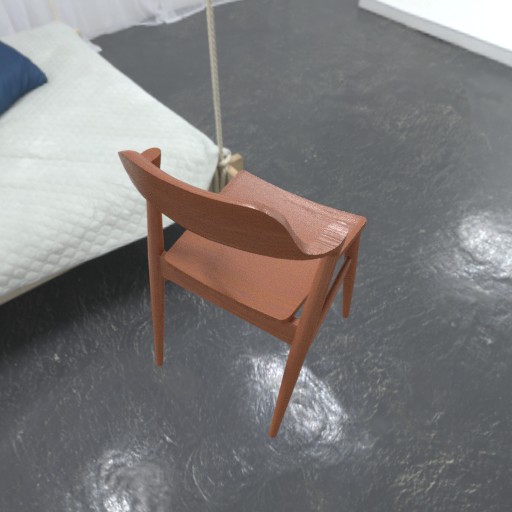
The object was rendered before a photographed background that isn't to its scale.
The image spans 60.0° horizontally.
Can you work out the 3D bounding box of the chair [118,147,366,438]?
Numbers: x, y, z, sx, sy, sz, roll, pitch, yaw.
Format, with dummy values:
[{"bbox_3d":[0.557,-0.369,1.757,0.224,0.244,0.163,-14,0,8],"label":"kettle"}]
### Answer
[{"bbox_3d":[0.000,0.000,1.157,0.496,0.801,0.499,25,52,21],"label":"chair"}]
